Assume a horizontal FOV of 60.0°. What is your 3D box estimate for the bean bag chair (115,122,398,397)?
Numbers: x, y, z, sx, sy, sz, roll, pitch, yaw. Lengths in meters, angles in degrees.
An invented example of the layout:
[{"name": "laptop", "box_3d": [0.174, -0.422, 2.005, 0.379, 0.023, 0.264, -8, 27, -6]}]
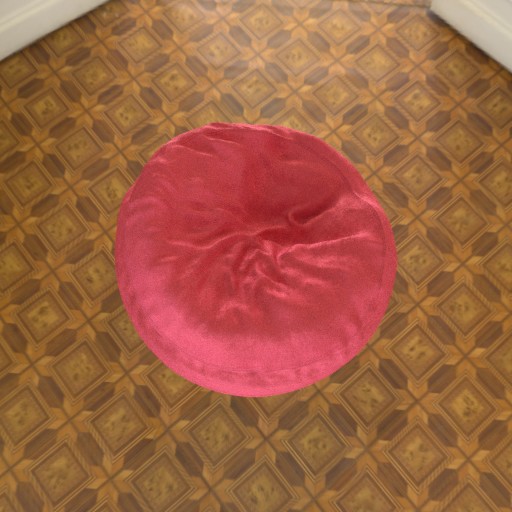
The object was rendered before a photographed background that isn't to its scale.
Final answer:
[{"name": "bean bag chair", "box_3d": [0.000, 0.000, 1.983, 1.218, 0.788, 1.218, 0, 75, 0]}]
